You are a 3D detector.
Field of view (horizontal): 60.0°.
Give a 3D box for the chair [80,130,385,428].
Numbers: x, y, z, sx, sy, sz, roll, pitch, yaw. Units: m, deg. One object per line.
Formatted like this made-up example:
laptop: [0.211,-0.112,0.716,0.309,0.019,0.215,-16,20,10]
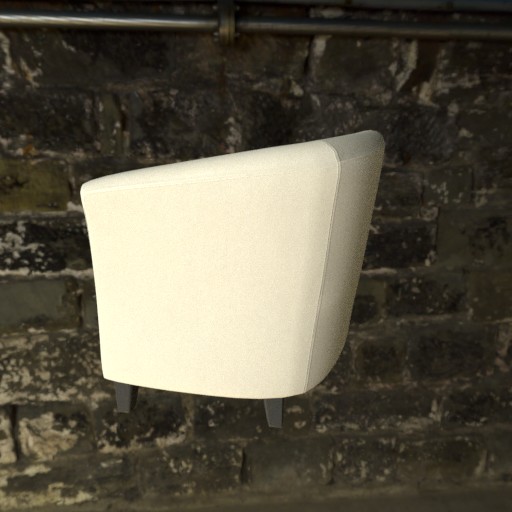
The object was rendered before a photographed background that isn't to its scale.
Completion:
chair: [0.000,0.000,1.394,0.727,0.756,0.792,2,14,9]
